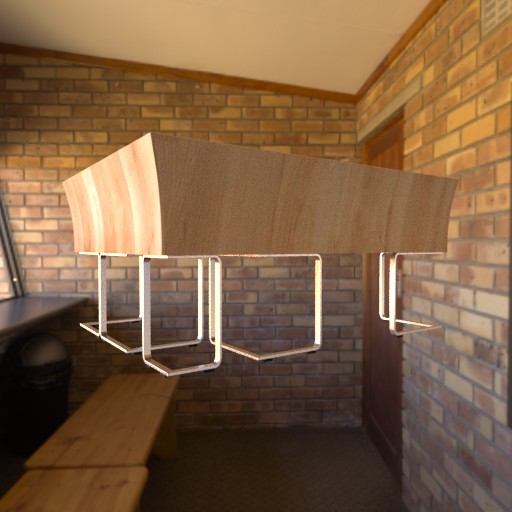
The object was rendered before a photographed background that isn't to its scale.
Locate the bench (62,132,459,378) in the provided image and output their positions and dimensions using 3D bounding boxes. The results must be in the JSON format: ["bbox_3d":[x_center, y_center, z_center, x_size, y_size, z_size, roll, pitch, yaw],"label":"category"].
[{"bbox_3d":[0.000,0.000,2.750,1.945,0.930,1.495,-1,2,-35],"label":"bench"}]
